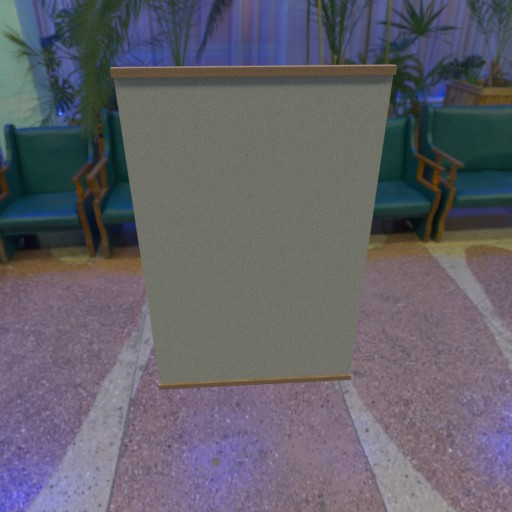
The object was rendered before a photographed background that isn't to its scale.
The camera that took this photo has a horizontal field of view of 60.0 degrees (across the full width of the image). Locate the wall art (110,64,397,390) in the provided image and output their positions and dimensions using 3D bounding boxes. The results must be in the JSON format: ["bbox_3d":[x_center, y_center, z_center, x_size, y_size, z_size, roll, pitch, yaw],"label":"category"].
[{"bbox_3d":[0.000,0.000,1.918,0.990,1.519,0.030,-2,30,-3],"label":"wall art"}]
